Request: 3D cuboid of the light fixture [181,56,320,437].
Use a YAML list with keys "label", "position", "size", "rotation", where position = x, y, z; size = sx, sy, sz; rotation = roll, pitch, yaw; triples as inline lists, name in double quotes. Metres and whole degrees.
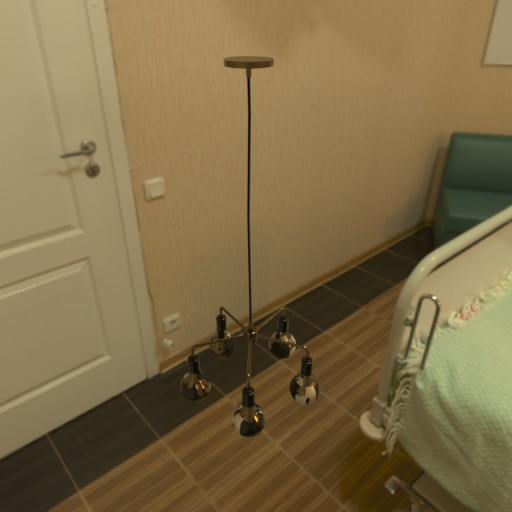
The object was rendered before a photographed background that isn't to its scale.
- label: "light fixture"
  position: [0.000, 0.000, 1.211]
  size: [0.421, 0.988, 0.438]
  rotation: [10, 31, 17]
